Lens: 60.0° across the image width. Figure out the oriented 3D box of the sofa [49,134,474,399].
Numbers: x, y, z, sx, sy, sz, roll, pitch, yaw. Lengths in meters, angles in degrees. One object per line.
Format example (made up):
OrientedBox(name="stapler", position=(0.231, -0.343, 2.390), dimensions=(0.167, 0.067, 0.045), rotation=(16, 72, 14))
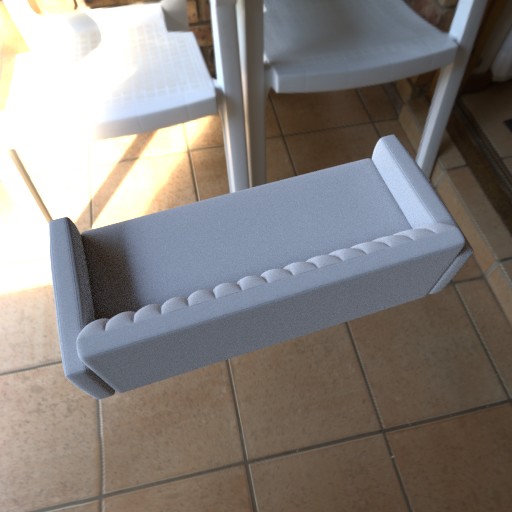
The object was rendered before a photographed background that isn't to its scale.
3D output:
OrientedBox(name="sofa", position=(0.000, 0.000, 2.707), dimensions=(2.291, 0.821, 0.990), rotation=(-16, 61, -9))
